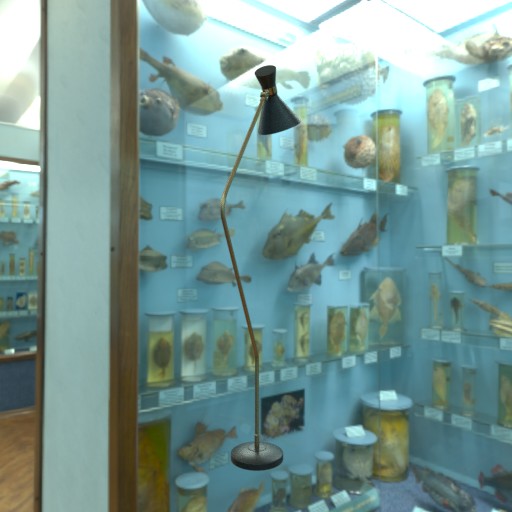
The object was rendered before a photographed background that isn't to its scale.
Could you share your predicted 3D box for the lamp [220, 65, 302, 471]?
[{"bbox_3d":[0.000,0.000,1.637,0.467,1.438,0.277,1,-1,-37],"label":"lamp"}]
